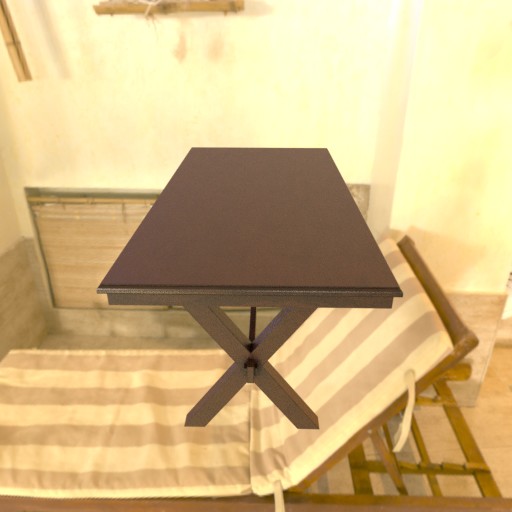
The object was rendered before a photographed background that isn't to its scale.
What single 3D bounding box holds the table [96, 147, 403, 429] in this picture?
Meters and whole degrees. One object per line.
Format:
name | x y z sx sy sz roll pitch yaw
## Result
table | 0.000 0.000 1.492 0.594 0.459 1.197 1 27 1
